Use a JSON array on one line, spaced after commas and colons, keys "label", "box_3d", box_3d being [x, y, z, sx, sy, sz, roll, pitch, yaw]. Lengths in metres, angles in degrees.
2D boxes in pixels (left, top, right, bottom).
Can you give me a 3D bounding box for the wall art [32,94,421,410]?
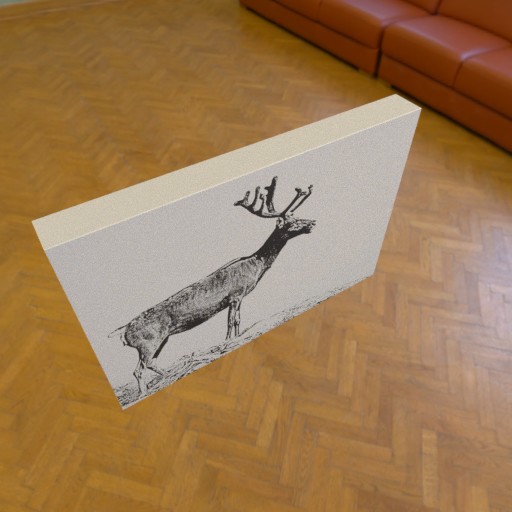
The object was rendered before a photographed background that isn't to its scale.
[{"label": "wall art", "box_3d": [0.000, 0.000, 0.490, 0.381, 0.259, 0.038, -25, 51, -22]}]
